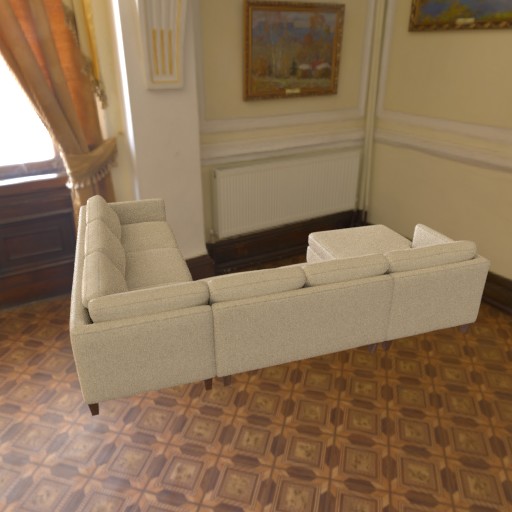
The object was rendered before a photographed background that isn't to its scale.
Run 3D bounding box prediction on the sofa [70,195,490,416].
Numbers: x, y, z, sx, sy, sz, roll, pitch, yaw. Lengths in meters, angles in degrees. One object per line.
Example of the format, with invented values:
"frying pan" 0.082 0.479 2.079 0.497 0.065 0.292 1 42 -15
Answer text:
"sofa" 0.000 0.000 4.326 3.238 0.853 2.551 -8 27 -16
